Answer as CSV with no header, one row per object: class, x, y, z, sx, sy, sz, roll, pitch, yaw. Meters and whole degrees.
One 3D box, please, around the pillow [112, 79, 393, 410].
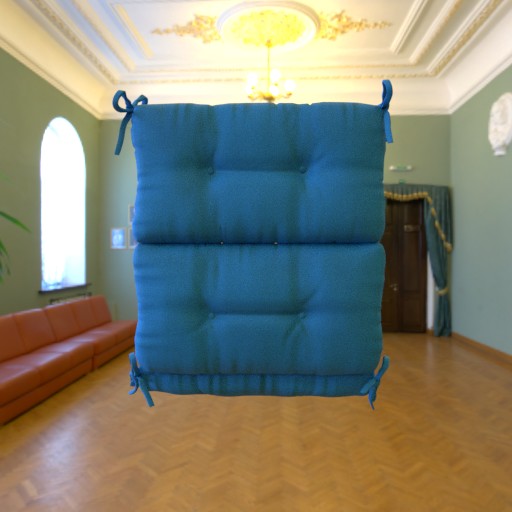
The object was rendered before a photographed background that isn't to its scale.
pillow,0.000,0.000,1.026,0.519,0.605,0.571,0,0,1
